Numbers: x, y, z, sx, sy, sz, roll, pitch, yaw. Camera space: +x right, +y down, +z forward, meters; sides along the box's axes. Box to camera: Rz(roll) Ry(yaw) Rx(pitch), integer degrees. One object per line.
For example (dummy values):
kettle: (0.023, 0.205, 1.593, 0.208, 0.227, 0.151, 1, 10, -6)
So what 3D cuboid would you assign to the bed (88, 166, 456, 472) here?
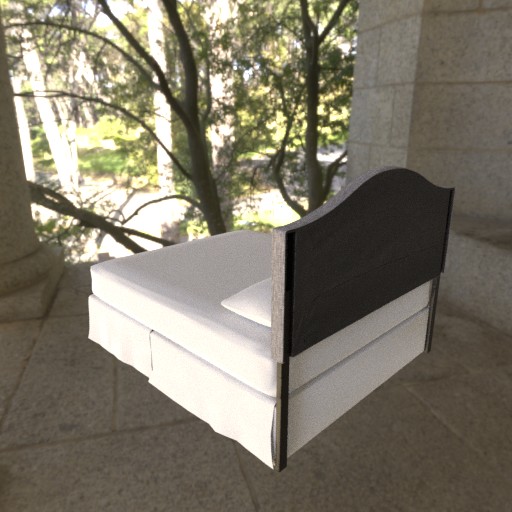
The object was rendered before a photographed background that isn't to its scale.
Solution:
bed: (0.000, 0.000, 2.932, 1.870, 1.295, 1.610, 16, 24, 42)
